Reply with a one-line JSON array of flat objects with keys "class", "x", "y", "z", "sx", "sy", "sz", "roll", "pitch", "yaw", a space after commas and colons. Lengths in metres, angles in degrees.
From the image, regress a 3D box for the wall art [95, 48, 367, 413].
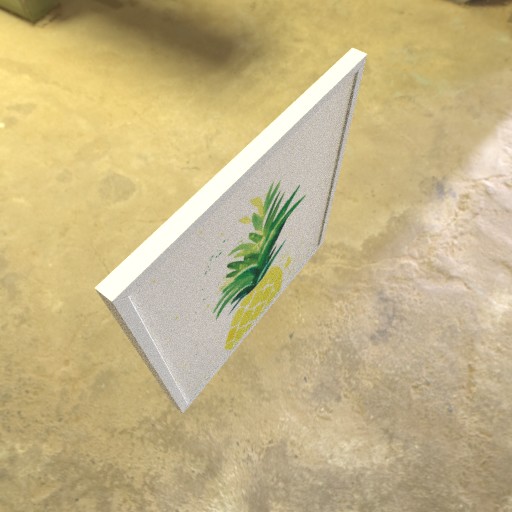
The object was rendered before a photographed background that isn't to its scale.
[{"class": "wall art", "x": 0.000, "y": 0.000, "z": 1.154, "sx": 0.038, "sy": 0.761, "sz": 0.763, "roll": 33, "pitch": 64, "yaw": 19}]
